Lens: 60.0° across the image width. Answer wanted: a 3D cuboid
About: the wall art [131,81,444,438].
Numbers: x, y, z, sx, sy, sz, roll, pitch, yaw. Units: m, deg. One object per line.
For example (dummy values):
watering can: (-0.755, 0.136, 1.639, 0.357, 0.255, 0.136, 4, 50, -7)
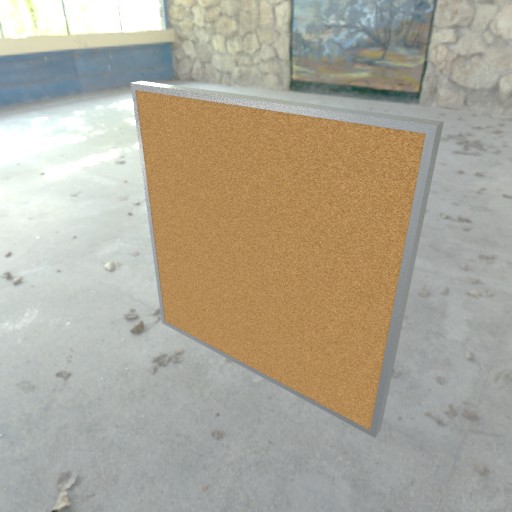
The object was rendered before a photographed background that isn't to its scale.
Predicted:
wall art: (0.000, 0.000, 1.185, 0.806, 0.806, 0.038, 20, 35, 31)
